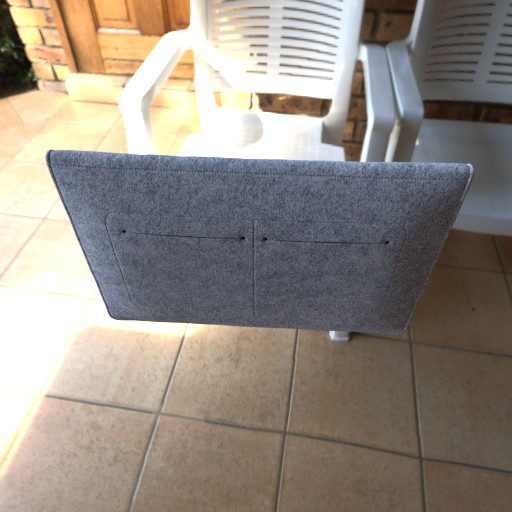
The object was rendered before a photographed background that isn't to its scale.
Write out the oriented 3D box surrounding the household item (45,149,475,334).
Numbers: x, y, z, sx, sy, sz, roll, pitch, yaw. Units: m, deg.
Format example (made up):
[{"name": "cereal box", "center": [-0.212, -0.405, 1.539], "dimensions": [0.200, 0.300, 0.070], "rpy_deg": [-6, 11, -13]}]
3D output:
[{"name": "household item", "center": [0.000, 0.000, 0.426], "dimensions": [0.335, 0.221, 0.057], "rpy_deg": [2, 47, 2]}]
